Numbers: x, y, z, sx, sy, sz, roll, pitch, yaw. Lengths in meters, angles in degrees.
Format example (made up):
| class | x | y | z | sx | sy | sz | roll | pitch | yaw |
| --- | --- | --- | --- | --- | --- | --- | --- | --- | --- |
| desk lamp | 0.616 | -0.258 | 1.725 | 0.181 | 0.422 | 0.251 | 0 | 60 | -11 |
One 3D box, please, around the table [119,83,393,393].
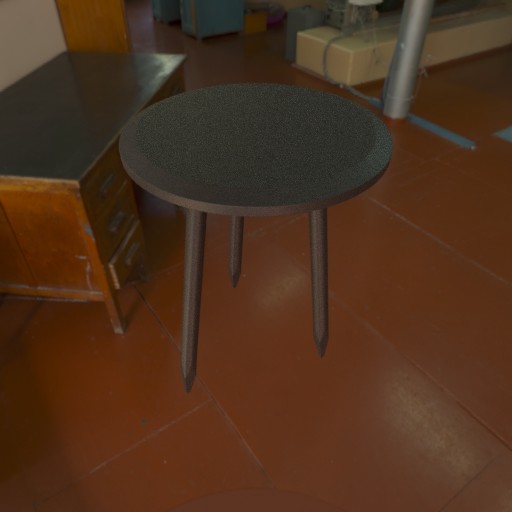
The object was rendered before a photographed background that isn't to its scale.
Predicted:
| class | x | y | z | sx | sy | sz | roll | pitch | yaw |
| --- | --- | --- | --- | --- | --- | --- | --- | --- | --- |
| table | 0.000 | 0.000 | 0.943 | 0.457 | 0.585 | 0.457 | 0 | 41 | 0 |
